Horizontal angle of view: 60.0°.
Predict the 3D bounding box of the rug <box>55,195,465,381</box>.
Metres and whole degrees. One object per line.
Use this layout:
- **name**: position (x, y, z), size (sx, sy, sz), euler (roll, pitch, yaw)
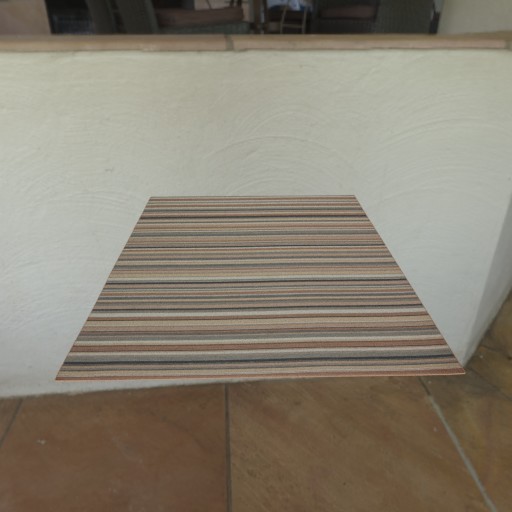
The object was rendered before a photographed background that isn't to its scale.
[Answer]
- **rug**: position (0.000, 0.000, 3.952), size (2.436, 0.011, 3.045), euler (-1, 28, -1)
